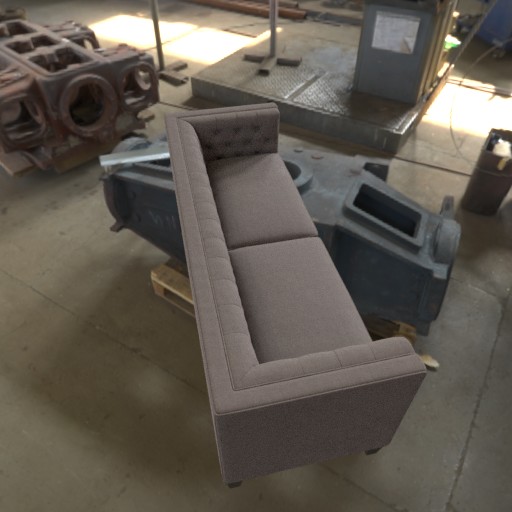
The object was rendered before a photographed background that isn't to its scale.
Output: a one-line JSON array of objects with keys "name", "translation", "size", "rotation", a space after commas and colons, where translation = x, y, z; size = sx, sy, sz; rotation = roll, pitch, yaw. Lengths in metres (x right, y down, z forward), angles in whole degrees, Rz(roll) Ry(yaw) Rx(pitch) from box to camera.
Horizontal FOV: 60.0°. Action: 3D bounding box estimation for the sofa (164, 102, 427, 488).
[{"name": "sofa", "translation": [0.000, 0.000, 2.517], "size": [0.775, 0.762, 2.159], "rotation": [-9, 45, -9]}]
